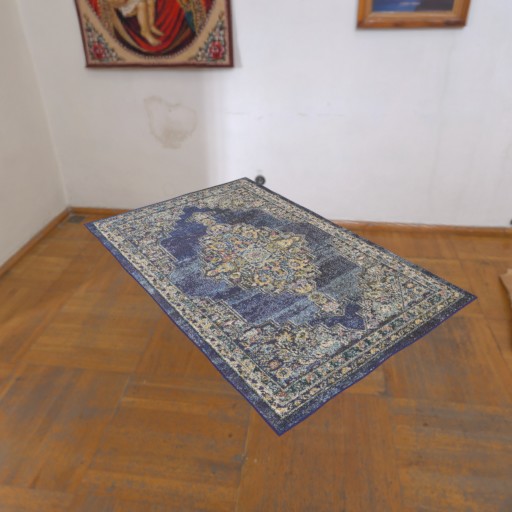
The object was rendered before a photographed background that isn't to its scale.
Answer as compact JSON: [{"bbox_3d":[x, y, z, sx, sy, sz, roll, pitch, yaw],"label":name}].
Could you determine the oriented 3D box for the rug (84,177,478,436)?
[{"bbox_3d":[0.000,0.000,2.302,1.184,0.012,1.781,-22,39,-31],"label":"rug"}]
